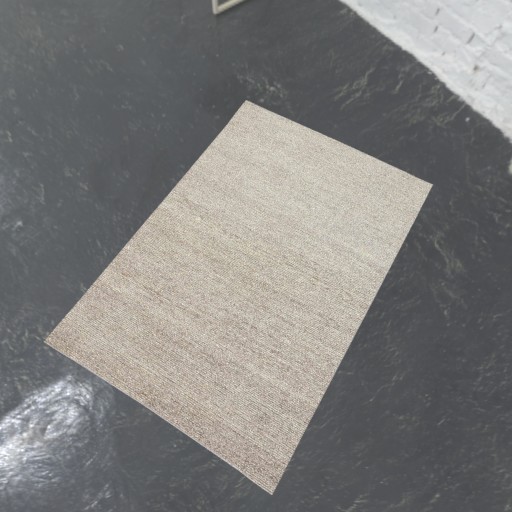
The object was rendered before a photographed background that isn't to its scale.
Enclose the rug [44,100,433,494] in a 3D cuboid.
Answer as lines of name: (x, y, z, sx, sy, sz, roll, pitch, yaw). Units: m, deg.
rug: (0.000, 0.000, 2.961, 1.609, 0.030, 2.342, 29, 67, 13)
